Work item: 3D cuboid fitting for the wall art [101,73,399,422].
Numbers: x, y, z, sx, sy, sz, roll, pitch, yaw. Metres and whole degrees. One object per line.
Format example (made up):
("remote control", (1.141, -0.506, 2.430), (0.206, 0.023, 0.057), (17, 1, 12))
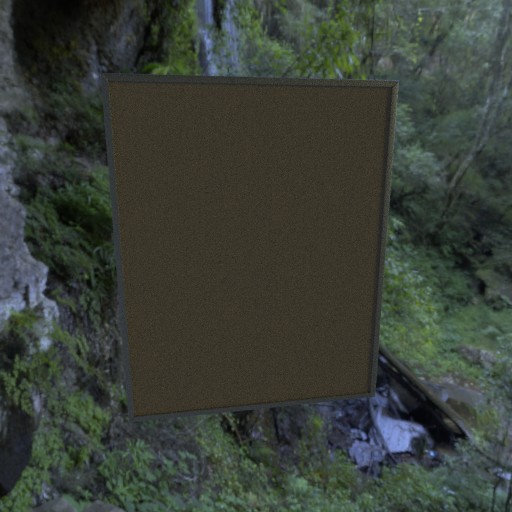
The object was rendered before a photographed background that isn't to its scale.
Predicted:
("wall art", (0.000, 0.000, 0.739), (0.445, 0.553, 0.039), (-3, 15, -10))
